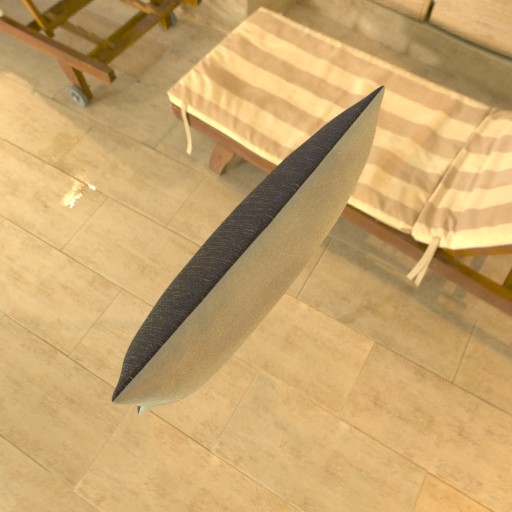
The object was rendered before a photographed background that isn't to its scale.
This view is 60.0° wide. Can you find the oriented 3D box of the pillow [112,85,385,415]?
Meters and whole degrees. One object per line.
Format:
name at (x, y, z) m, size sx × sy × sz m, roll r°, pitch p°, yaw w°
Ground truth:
pillow at (0.000, 0.000, 0.735) m, size 0.156 × 0.305 × 0.608 m, roll 33°, pitch 67°, yaw 16°
